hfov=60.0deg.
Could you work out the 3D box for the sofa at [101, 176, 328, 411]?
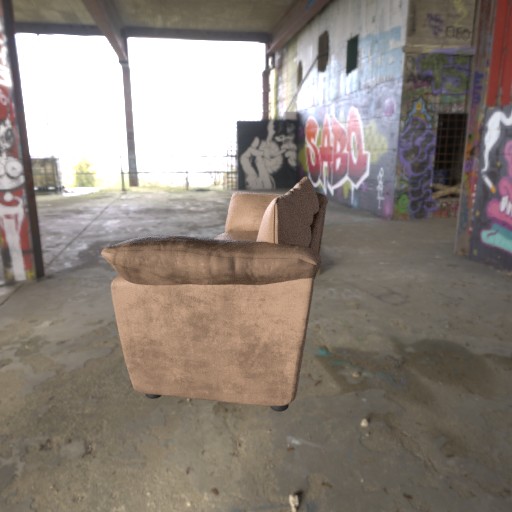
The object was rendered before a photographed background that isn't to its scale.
[{"bbox_3d":[0.000,0.000,2.891,0.893,0.981,2.377,2,14,10],"label":"sofa"}]
